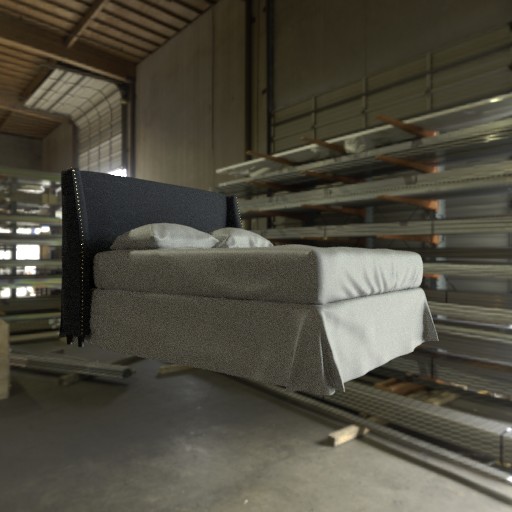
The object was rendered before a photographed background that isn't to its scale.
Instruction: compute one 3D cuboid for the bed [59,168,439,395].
[{"bbox_3d":[0.000,0.000,3.391,2.276,1.332,1.925,0,0,38],"label":"bed"}]
